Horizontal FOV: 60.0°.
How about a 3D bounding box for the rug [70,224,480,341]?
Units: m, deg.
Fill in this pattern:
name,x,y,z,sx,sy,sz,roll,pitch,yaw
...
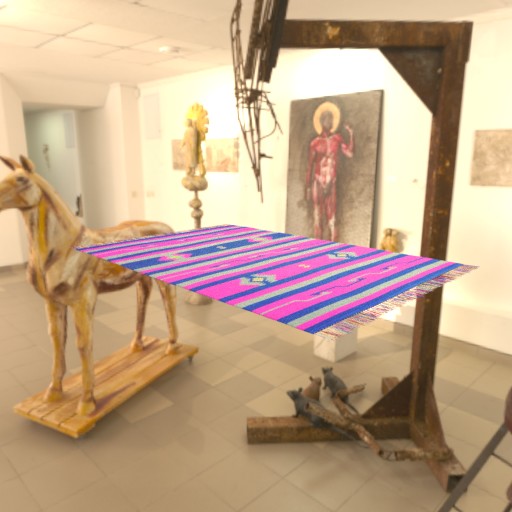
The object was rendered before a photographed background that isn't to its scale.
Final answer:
name,x,y,z,sx,sy,sz,roll,pitch,yaw
rug,0.000,0.000,2.971,2.350,0.013,1.539,13,18,43
